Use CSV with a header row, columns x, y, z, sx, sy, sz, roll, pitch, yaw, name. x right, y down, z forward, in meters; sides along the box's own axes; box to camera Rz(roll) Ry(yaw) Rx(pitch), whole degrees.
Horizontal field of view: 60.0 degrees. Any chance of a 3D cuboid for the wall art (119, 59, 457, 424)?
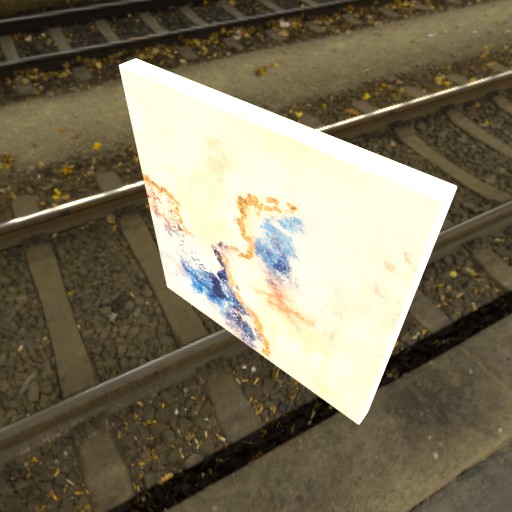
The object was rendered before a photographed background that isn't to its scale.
x,y,z,sx,sy,sz,roll,pitch,yaw,name
0.000,0.000,1.540,1.061,1.061,0.071,31,53,27,wall art
